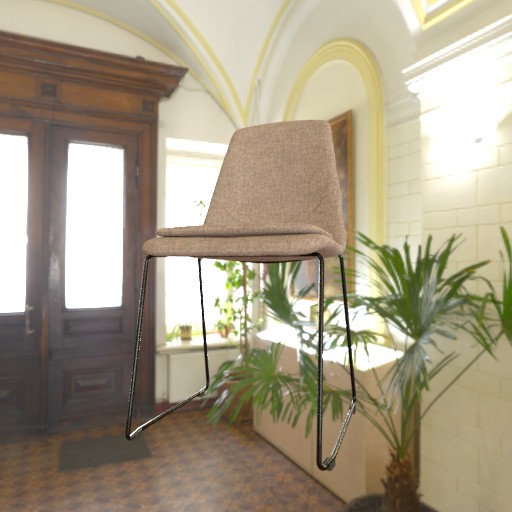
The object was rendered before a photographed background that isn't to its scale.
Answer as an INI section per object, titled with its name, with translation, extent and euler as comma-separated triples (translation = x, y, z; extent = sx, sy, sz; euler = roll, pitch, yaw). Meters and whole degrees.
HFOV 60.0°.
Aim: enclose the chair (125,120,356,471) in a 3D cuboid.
[chair]
translation = 0.000, 0.000, 1.166
extent = 0.479, 0.858, 0.518
euler = 0, -1, 19
